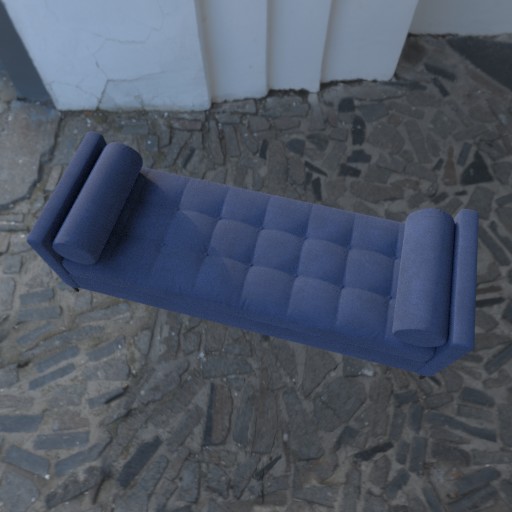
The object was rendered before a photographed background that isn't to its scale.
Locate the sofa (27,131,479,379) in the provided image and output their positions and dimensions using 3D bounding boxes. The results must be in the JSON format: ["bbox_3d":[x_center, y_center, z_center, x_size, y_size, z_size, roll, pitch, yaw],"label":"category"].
[{"bbox_3d":[0.000,0.000,2.295,1.981,0.635,0.686,13,63,7],"label":"sofa"}]
